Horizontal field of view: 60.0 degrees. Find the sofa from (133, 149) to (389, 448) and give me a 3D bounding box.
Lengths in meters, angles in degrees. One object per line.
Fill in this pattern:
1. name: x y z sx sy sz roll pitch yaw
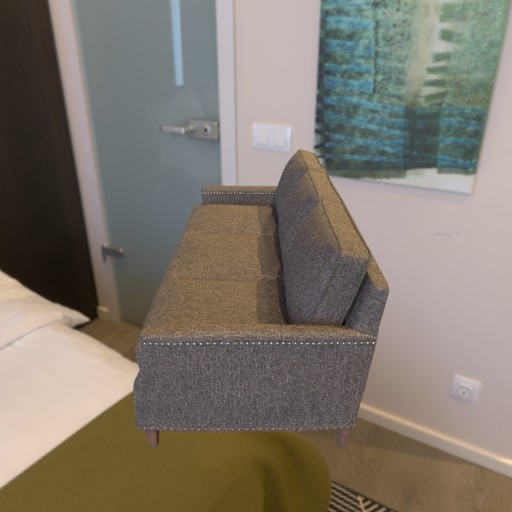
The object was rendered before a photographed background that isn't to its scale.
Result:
1. sofa: 0.000 0.000 2.851 1.084 1.003 2.246 0 25 0
